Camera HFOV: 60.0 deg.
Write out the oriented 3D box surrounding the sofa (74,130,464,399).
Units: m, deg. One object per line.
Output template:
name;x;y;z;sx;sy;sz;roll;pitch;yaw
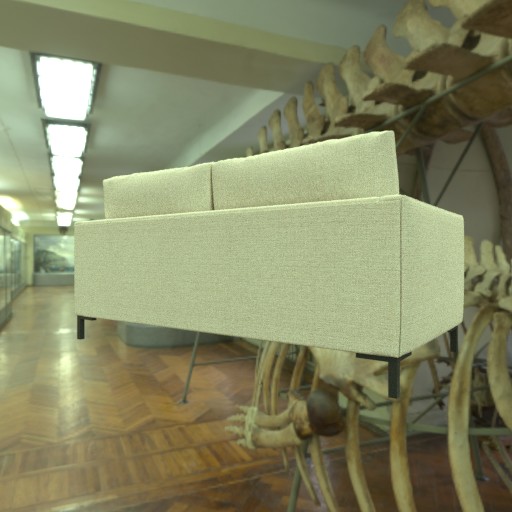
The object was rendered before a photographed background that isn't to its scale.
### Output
sofa;0.000;0.000;2.041;1.651;0.812;0.839;0;0;36
